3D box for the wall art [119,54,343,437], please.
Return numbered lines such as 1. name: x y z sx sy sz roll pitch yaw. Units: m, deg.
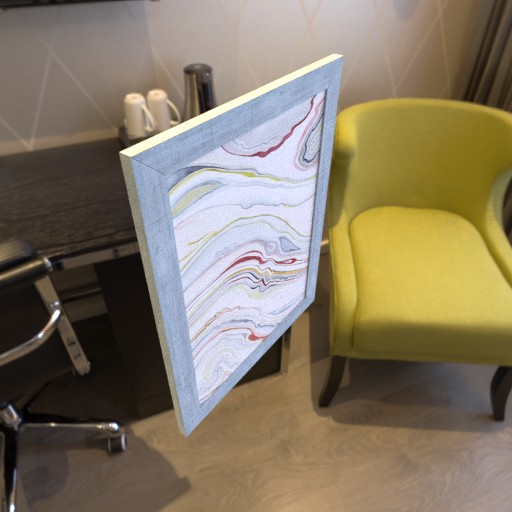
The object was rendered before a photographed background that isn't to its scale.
1. wall art: 0.000 0.000 0.838 0.020 0.613 0.481 26 47 28
